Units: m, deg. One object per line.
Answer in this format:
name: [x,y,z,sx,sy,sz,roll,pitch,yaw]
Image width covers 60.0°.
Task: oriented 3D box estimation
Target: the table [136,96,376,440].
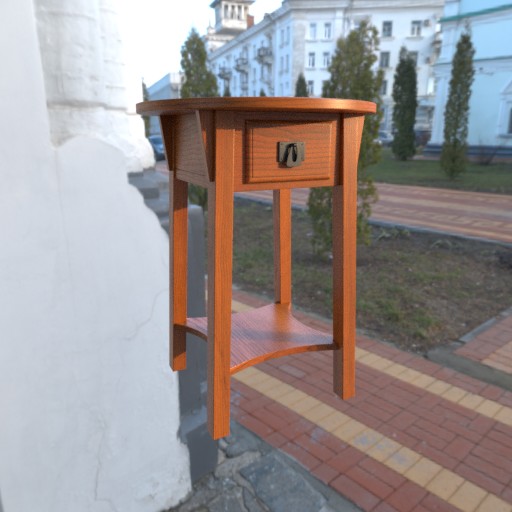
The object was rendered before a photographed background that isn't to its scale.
table: [0.000,0.000,0.949,0.457,0.610,0.457,0,15,0]
